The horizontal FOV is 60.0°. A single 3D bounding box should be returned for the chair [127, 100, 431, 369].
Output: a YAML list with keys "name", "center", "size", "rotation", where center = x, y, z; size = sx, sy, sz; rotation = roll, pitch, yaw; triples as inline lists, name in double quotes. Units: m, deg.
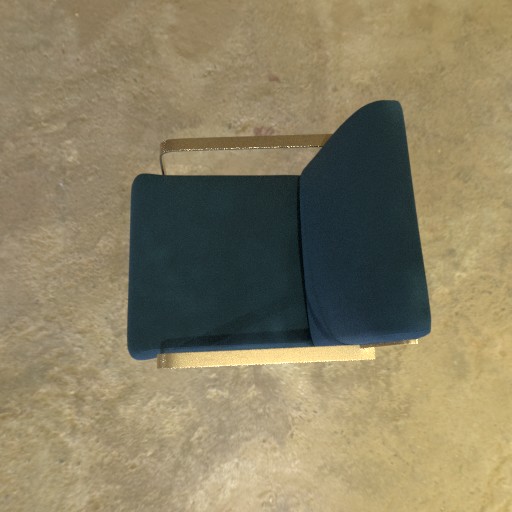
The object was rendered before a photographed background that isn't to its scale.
- name: "chair"
  center: [0.000, 0.000, 1.452]
  size: [0.859, 0.831, 0.692]
  rotation: [-2, 76, -1]
